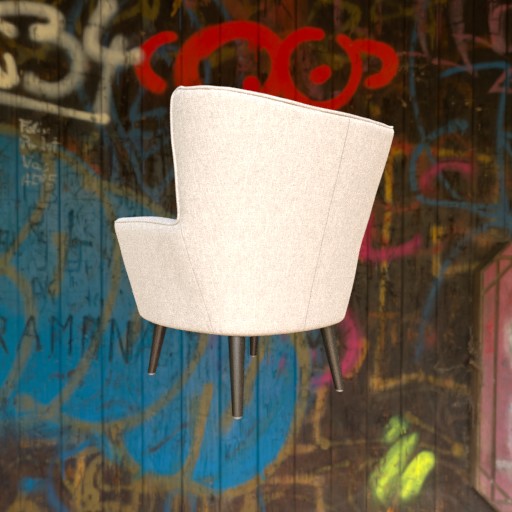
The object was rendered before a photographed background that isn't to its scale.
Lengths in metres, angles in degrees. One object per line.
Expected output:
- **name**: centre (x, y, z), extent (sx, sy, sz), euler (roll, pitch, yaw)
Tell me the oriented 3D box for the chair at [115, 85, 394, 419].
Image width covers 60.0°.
- **chair**: centre (0.000, 0.000, 1.575), extent (0.781, 0.933, 0.888), euler (-1, 1, -35)
